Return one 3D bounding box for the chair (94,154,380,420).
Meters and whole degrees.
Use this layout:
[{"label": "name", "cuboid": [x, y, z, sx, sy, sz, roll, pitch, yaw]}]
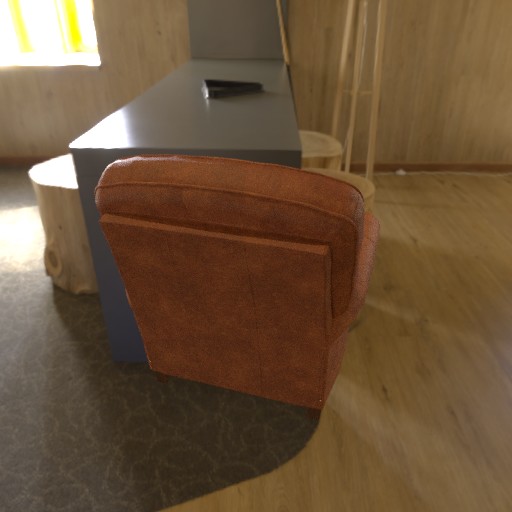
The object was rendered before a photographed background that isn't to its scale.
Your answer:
[{"label": "chair", "cuboid": [0.000, 0.000, 1.800, 0.936, 1.018, 0.986, 9, 32, 14]}]
